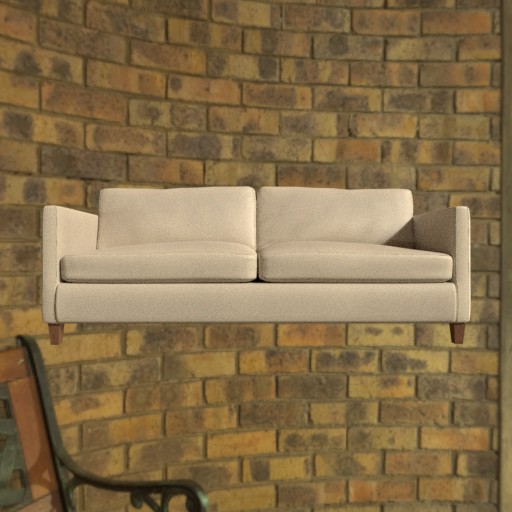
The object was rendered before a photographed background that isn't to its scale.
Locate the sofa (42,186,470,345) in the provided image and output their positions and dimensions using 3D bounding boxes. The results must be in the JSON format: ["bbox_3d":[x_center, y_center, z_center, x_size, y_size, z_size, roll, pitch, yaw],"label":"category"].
[{"bbox_3d":[0.000,0.000,2.859,2.361,0.968,0.951,0,0,-1],"label":"sofa"}]
